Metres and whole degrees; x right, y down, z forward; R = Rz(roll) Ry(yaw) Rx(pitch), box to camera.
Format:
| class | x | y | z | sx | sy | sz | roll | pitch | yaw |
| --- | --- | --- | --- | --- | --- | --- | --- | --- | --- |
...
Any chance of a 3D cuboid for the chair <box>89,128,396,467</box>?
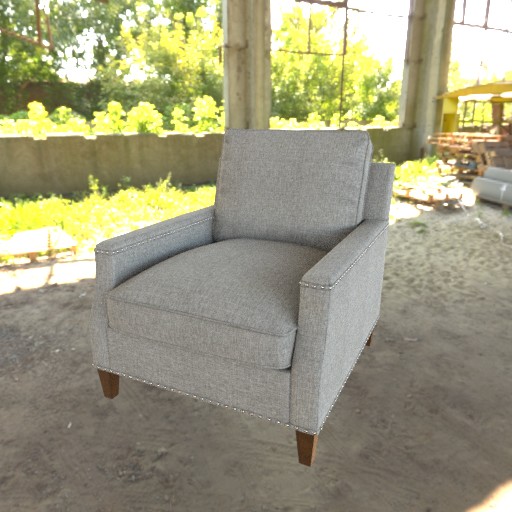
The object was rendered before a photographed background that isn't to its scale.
| class | x | y | z | sx | sy | sz | roll | pitch | yaw |
| --- | --- | --- | --- | --- | --- | --- | --- | --- | --- |
| chair | 0.000 | 0.000 | 1.727 | 0.853 | 0.943 | 1.014 | 8 | 19 | 25 |
